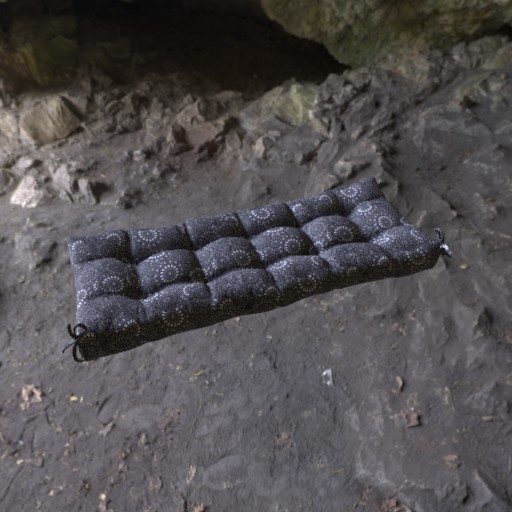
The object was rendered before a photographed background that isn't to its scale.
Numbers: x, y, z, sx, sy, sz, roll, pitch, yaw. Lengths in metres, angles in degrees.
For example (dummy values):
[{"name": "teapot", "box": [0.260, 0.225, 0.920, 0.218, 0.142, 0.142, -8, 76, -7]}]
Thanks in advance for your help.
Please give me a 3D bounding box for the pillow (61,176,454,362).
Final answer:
[{"name": "pillow", "box": [0.000, 0.000, 1.399, 1.194, 0.174, 0.511, -13, 43, -15]}]
